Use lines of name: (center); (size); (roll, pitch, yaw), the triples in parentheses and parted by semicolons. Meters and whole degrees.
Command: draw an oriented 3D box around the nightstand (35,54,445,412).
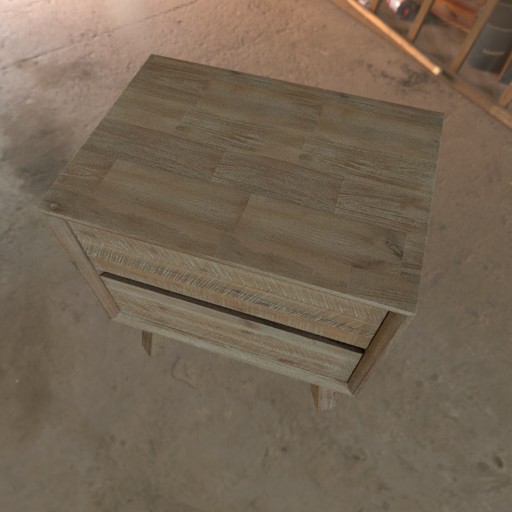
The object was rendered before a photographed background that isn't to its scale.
nightstand: (0.000, 0.000, 0.953); (0.552, 0.589, 0.396); (15, 59, 9)
